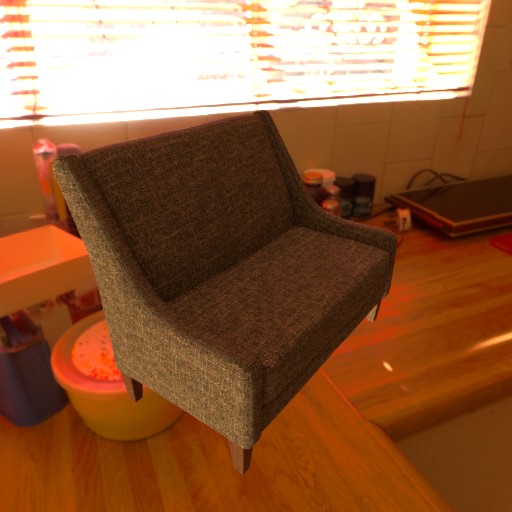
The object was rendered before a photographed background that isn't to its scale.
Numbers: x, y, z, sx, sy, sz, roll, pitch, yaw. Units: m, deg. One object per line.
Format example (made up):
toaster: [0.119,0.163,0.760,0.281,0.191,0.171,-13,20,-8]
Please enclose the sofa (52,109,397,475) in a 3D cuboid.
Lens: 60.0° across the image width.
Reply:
sofa: [0.000,0.000,1.940,0.870,1.021,1.242,19,33,32]
